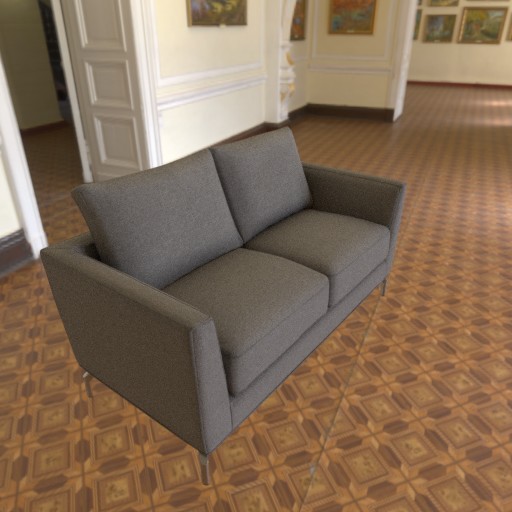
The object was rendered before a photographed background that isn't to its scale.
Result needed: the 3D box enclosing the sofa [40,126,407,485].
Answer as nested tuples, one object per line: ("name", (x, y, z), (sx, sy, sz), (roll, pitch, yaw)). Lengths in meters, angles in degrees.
("sofa", (0.000, 0.000, 2.061), (0.803, 0.924, 1.594), (19, 33, 33))
